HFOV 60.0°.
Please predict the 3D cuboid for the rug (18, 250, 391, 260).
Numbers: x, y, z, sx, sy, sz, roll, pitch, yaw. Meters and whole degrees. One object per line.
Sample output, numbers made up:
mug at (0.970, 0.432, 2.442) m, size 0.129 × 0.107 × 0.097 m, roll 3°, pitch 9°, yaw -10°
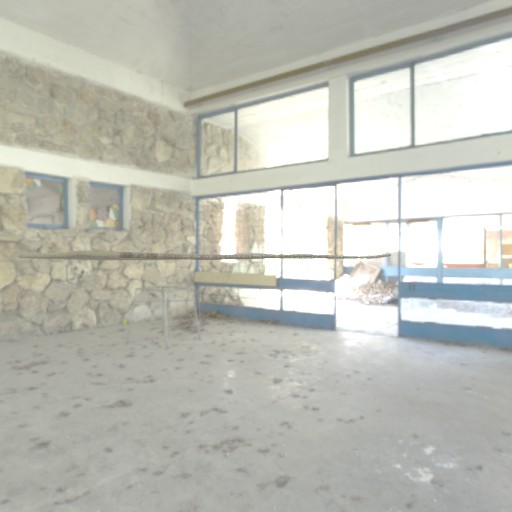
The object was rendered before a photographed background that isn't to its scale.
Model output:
rug at (0.000, 0.000, 2.684) m, size 0.752 × 0.051 × 2.452 m, roll 0°, pitch -1°, yaw 38°
